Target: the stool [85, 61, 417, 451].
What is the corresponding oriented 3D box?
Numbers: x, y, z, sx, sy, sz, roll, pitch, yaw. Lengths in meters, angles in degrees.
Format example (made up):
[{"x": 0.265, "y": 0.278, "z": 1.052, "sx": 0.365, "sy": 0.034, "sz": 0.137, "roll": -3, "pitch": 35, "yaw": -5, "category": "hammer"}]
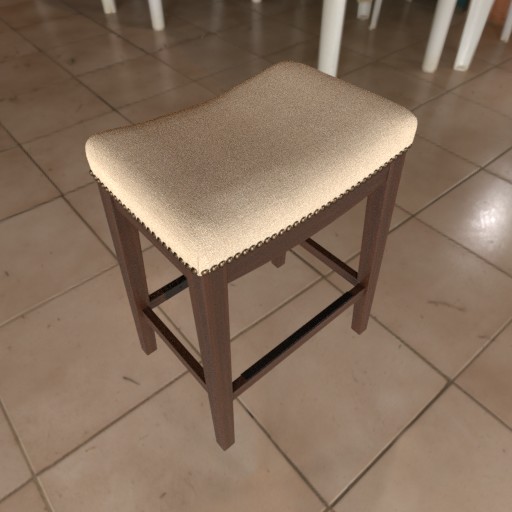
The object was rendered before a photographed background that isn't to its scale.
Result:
[{"x": 0.000, "y": 0.000, "z": 0.983, "sx": 0.509, "sy": 0.669, "sz": 0.363, "roll": -32, "pitch": 54, "yaw": -27, "category": "stool"}]
